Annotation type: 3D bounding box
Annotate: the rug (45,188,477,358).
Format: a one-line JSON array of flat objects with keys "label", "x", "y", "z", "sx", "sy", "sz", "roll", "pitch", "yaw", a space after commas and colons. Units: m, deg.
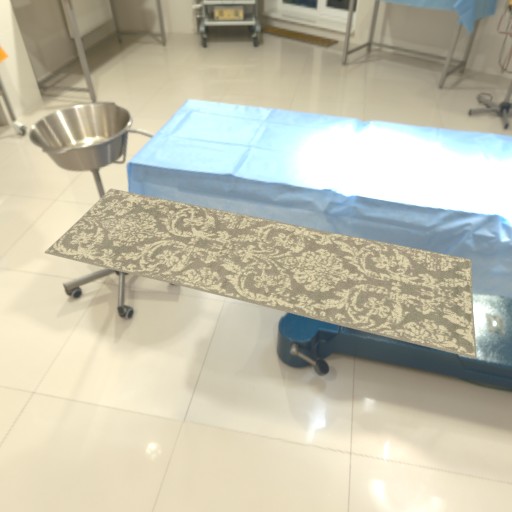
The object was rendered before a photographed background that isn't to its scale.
[{"label": "rug", "x": 0.000, "y": 0.000, "z": 2.378, "sx": 2.196, "sy": 0.011, "sz": 0.662, "roll": 12, "pitch": 43, "yaw": 13}]
